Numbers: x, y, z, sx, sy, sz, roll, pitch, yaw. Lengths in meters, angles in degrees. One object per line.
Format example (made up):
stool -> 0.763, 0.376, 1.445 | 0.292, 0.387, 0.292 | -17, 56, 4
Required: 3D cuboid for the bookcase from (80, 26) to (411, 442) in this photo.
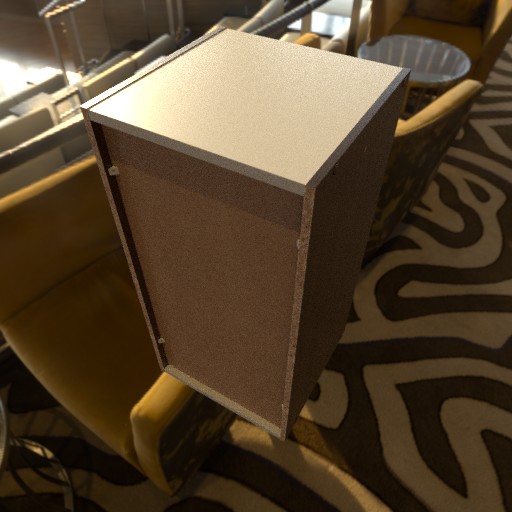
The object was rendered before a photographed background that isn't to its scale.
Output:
bookcase -> 0.000, 0.000, 0.758 | 0.300, 0.600, 0.290 | 23, 51, 20
